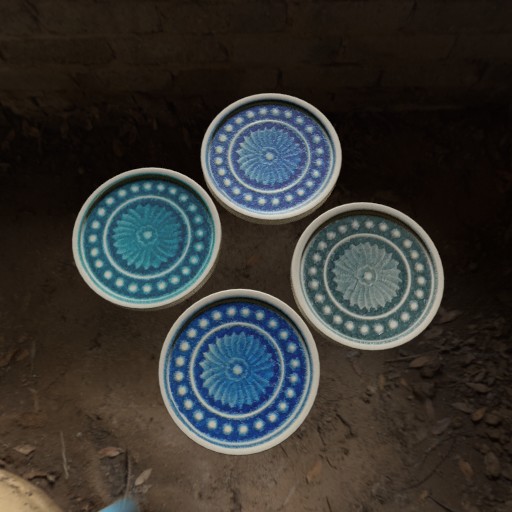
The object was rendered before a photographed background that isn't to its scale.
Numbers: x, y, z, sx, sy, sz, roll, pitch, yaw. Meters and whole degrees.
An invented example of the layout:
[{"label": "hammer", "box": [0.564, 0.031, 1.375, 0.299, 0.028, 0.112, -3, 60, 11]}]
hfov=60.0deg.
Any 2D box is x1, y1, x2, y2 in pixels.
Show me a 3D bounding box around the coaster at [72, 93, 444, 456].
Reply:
[{"label": "coaster", "box": [0.000, 0.000, 0.323, 0.220, 0.010, 0.224, -35, 77, -9]}]
